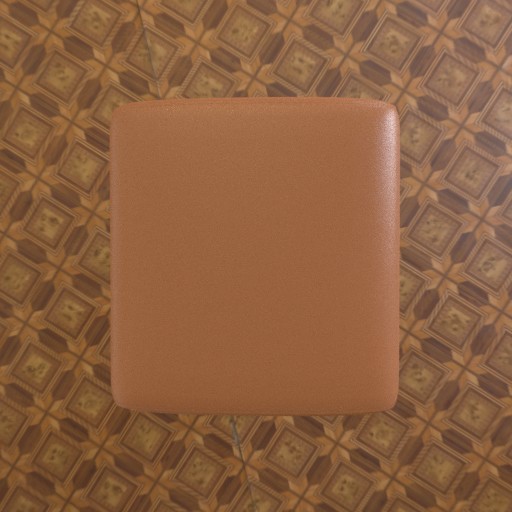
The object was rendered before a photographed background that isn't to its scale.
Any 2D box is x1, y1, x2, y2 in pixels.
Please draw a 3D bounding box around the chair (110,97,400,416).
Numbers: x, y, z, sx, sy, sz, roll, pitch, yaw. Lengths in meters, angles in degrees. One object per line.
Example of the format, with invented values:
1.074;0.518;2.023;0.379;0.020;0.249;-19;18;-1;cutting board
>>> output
0.000;0.000;0.886;0.530;0.410;0.530;0;91;2;chair
